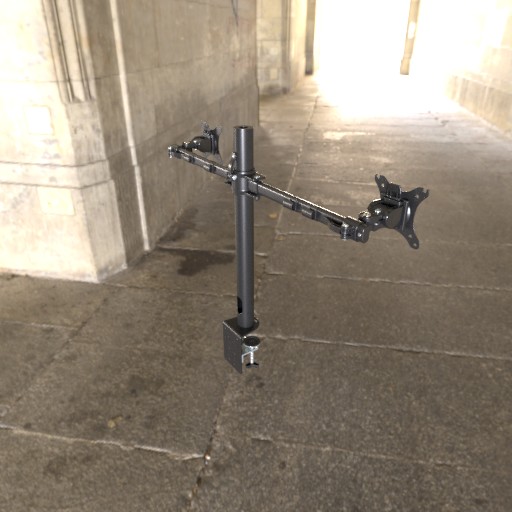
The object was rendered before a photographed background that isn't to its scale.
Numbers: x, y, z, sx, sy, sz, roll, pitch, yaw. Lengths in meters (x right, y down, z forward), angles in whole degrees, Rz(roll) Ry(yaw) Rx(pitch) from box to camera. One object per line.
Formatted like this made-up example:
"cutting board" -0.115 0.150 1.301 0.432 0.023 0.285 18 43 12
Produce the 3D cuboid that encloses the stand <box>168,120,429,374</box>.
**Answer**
"stand" 0.000 0.000 1.050 0.150 0.603 0.743 -18 32 -31
